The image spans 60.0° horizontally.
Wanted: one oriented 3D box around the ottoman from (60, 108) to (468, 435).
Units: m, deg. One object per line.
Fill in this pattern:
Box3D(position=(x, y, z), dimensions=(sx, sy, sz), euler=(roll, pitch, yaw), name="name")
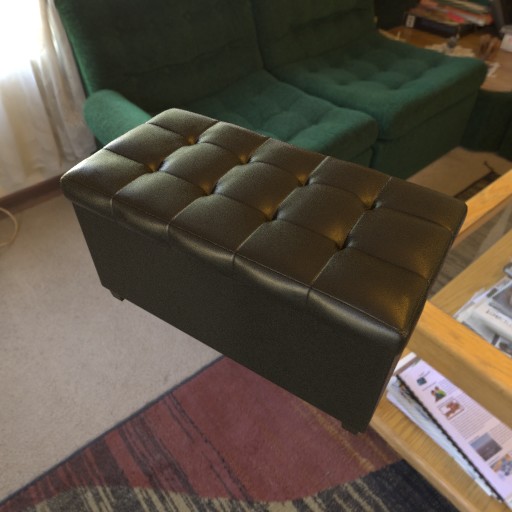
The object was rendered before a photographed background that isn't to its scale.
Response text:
Box3D(position=(0.000, 0.000, 1.132), dimensions=(0.838, 0.470, 0.432), euler=(24, 49, 23), name="ottoman")
